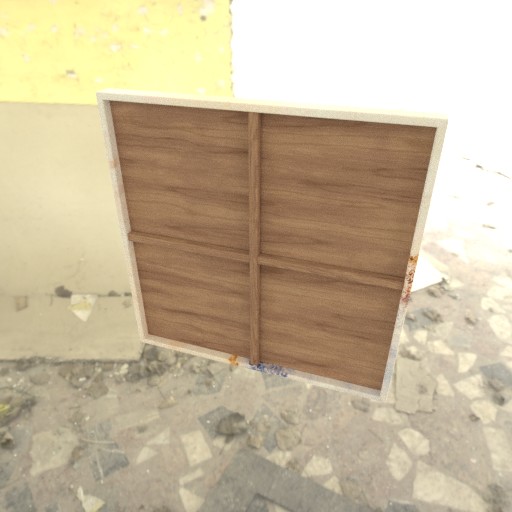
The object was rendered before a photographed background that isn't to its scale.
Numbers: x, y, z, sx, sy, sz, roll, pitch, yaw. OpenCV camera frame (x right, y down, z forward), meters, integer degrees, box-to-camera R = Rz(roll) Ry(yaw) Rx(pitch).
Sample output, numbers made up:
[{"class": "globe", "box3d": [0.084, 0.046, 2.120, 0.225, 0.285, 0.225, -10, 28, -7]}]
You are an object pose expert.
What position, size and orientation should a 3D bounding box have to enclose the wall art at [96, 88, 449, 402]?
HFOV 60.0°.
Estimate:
[{"class": "wall art", "box3d": [0.000, 0.000, 1.575, 1.061, 1.061, 0.071, 10, 33, 16]}]
